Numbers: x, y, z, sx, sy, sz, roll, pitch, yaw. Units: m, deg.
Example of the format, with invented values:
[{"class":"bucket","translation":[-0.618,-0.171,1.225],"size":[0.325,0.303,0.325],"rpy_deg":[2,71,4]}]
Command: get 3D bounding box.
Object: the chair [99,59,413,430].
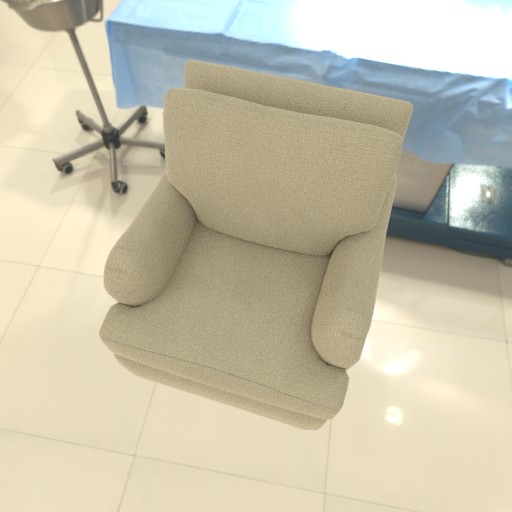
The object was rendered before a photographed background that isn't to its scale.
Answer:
[{"class":"chair","translation":[0.000,0.000,1.802],"size":[0.955,1.038,1.070],"rpy_deg":[15,59,9]}]
